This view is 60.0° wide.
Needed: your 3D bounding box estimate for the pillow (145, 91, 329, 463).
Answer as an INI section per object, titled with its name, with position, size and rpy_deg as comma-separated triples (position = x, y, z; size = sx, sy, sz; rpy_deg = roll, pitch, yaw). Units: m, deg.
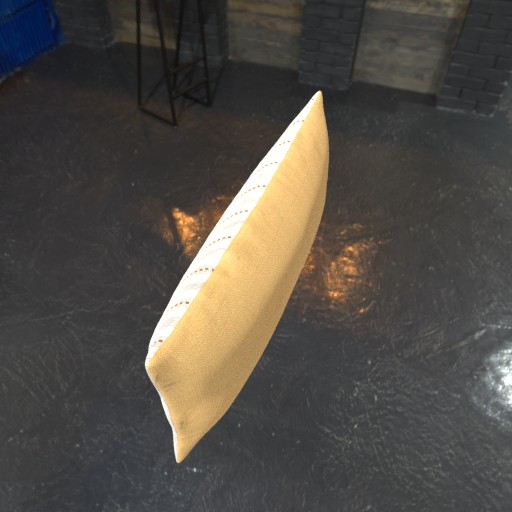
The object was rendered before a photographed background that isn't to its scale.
[pillow]
position = 0.000, 0.000, 0.736
size = 0.151, 0.291, 0.608
rpy_deg = 17, 50, 15
